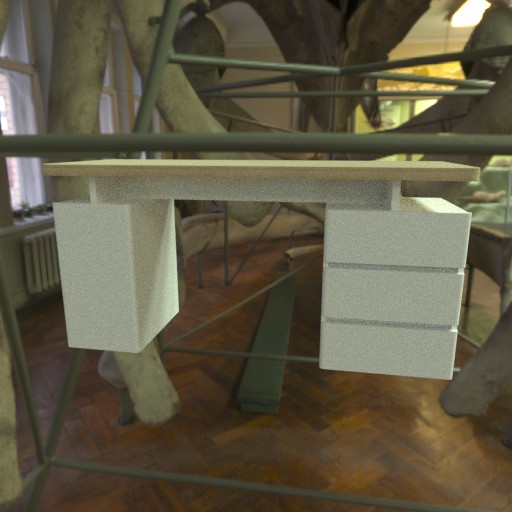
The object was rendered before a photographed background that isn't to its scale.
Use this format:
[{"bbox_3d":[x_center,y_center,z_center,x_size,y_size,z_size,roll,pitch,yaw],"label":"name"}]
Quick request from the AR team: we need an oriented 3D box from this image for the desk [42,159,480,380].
[{"bbox_3d":[0.000,0.000,1.830,1.500,0.755,0.550,3,14,10],"label":"desk"}]
